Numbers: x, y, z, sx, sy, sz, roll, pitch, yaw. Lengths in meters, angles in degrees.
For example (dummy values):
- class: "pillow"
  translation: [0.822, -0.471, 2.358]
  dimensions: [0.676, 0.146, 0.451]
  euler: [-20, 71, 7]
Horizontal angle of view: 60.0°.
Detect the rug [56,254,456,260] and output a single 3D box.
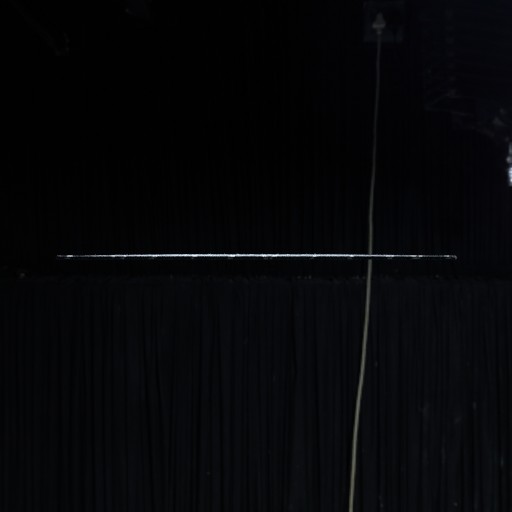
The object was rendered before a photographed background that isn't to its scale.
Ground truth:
- class: "rug"
  translation: [0.000, 0.000, 2.249]
  dimensions: [1.223, 0.013, 1.830]
  euler: [0, 0, 0]
